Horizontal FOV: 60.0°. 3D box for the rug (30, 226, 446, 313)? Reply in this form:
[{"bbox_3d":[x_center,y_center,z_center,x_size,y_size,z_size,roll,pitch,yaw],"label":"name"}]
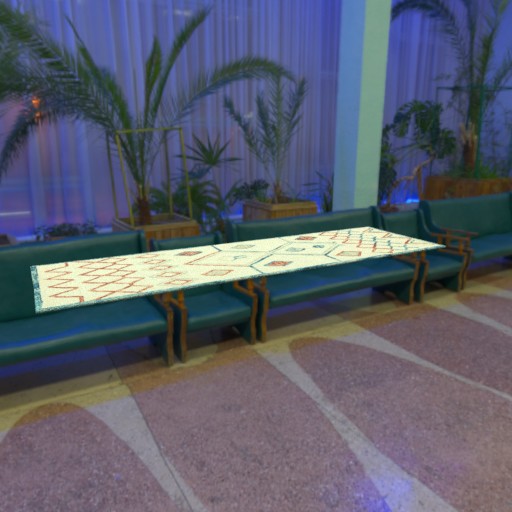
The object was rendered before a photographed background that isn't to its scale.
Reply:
[{"bbox_3d":[0.000,0.000,2.686,2.435,0.011,0.750,-8,17,-27],"label":"rug"}]
